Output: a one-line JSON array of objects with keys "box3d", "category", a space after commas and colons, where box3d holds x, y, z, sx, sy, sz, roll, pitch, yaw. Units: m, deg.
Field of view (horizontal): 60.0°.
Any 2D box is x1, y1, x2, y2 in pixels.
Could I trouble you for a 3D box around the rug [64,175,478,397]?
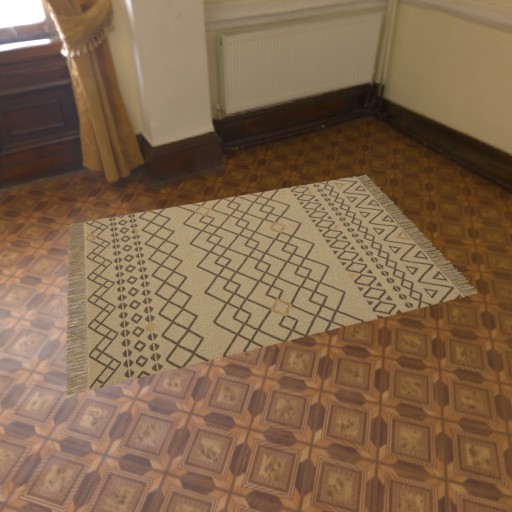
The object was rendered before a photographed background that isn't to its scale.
[{"box3d": [0.000, 0.000, 3.026, 2.472, 0.035, 1.495, -11, 42, -13], "category": "rug"}]
